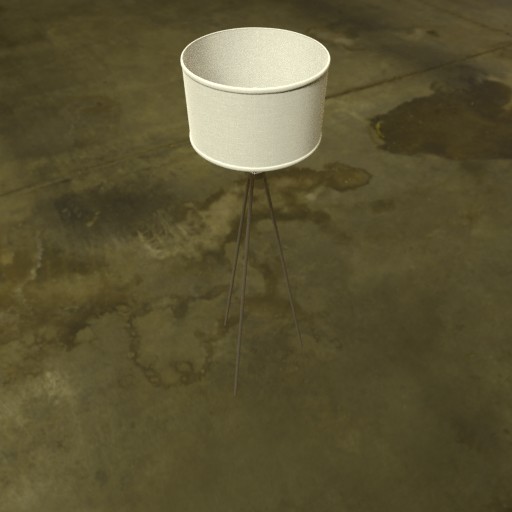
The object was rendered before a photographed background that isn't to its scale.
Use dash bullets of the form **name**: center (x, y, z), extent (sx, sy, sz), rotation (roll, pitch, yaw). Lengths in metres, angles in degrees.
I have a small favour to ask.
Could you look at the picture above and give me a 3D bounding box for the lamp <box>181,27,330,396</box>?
- **lamp**: center (0.000, 0.000, 1.755), extent (0.448, 1.545, 0.458), rotation (11, 47, 10)
